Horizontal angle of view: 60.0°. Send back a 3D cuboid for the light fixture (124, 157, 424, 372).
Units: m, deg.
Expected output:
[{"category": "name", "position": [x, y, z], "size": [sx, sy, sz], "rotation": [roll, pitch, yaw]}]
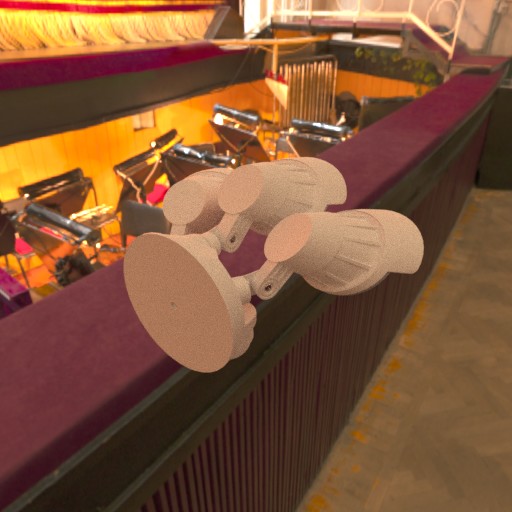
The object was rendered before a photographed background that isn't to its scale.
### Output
[{"category": "light fixture", "position": [0.000, 0.000, 0.556], "size": [0.369, 0.237, 0.278], "rotation": [21, 36, 32]}]
